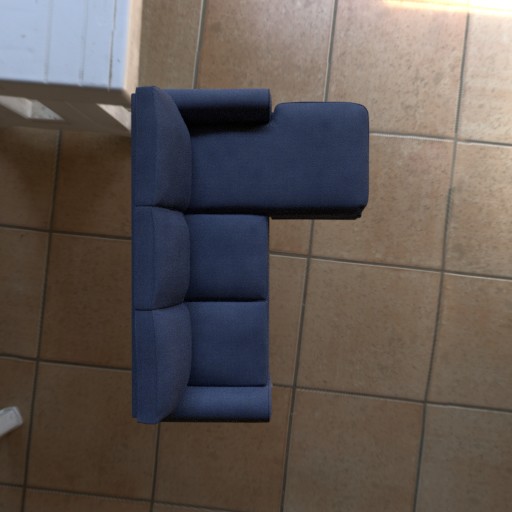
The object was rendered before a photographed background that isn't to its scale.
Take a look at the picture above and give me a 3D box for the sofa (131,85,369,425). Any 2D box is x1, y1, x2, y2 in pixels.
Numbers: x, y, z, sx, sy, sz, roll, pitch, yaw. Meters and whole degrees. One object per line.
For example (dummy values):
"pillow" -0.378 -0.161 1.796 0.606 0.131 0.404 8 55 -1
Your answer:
"sofa" 0.000 0.000 3.499 1.780 1.063 2.567 0 90 1
